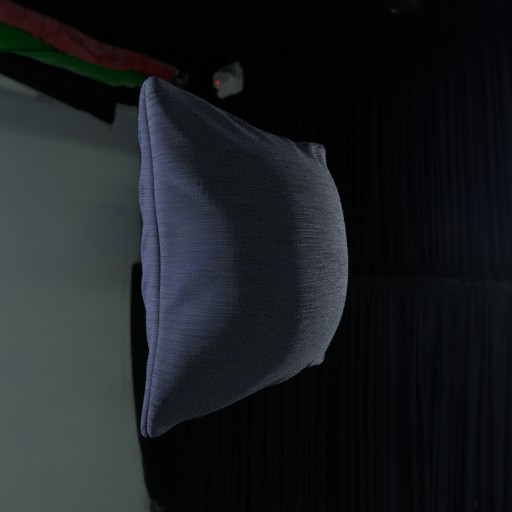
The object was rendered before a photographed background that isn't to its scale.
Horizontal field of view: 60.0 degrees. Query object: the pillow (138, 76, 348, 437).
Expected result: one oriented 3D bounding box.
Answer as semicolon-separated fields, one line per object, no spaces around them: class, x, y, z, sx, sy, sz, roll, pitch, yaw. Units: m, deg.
pillow;0.000;0.000;0.672;0.246;0.414;0.432;1;1;35
